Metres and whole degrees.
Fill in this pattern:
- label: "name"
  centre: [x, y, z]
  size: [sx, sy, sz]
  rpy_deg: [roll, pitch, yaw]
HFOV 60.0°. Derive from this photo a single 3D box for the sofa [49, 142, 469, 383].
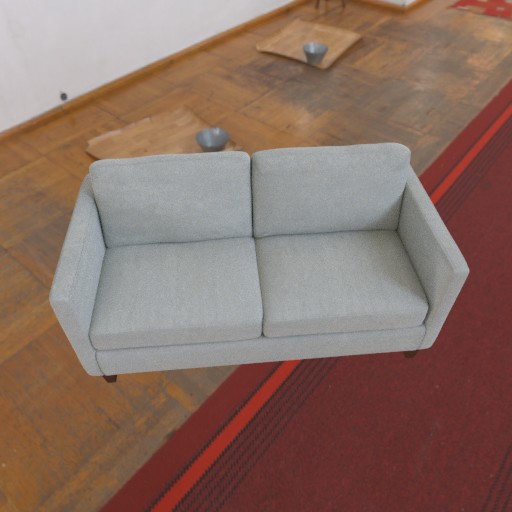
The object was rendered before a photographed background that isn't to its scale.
- label: "sofa"
  centre: [0.000, 0.000, 2.431]
  size: [1.884, 0.963, 0.950]
  rpy_deg: [-4, 46, -4]
